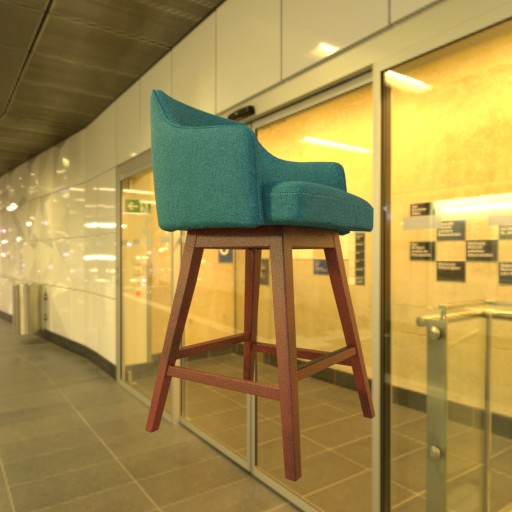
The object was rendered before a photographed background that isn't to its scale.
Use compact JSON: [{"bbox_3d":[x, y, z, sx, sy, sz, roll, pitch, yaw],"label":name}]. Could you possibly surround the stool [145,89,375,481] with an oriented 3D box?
[{"bbox_3d":[0.000,0.000,1.290,0.556,0.961,0.548,0,0,35],"label":"stool"}]
